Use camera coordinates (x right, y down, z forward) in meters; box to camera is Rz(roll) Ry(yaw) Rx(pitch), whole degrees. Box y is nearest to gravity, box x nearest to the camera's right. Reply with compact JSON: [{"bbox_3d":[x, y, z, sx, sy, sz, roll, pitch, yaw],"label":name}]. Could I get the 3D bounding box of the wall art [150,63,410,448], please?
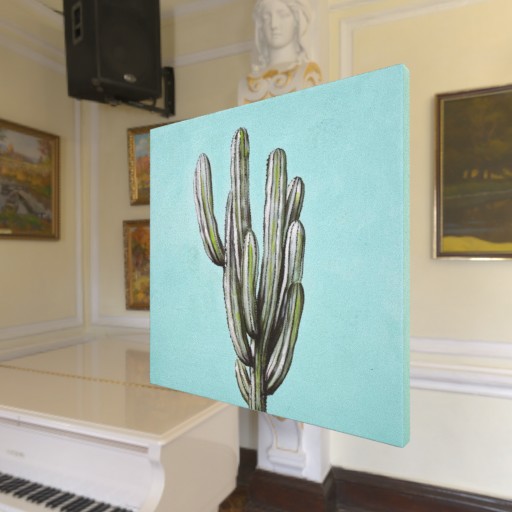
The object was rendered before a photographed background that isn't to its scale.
[{"bbox_3d":[0.000,0.000,1.578,1.071,1.073,0.070,0,0,37],"label":"wall art"}]
